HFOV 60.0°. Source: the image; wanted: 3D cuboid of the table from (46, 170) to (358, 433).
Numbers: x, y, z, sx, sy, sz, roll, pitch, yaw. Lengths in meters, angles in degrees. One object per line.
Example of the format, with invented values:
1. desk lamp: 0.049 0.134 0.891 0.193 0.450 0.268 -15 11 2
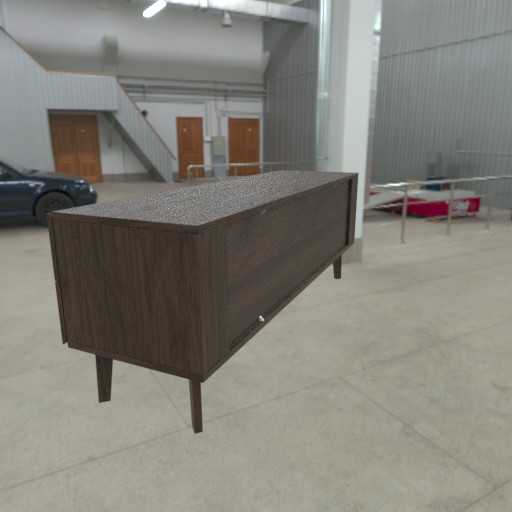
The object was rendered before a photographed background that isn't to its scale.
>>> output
1. table: 0.000 0.000 1.604 0.405 0.508 1.397 7 17 24
